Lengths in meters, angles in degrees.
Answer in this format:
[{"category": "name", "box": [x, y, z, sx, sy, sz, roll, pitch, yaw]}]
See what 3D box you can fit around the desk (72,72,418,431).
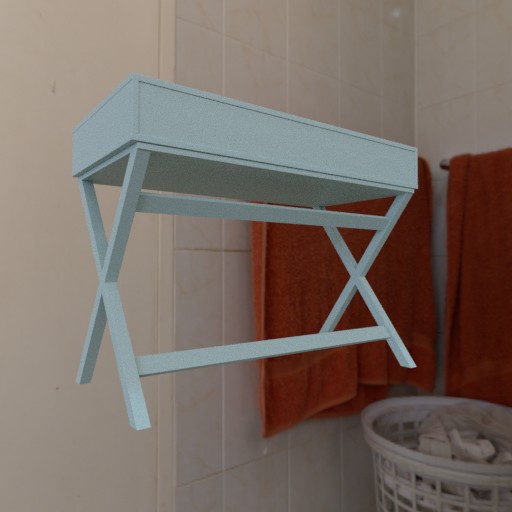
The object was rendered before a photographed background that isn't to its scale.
[{"category": "desk", "box": [0.000, 0.000, 1.483, 1.057, 0.780, 0.525, 1, -2, -36]}]
